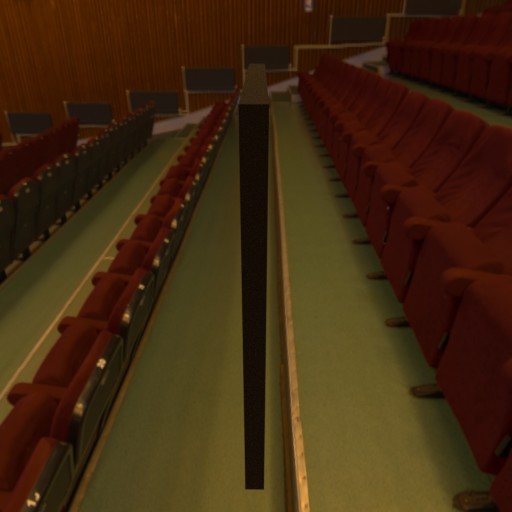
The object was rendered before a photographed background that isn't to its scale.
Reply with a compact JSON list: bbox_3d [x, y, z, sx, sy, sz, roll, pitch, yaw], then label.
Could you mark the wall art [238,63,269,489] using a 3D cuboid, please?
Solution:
[{"bbox_3d":[0.000,0.000,0.743,0.029,0.559,0.457,0,28,0],"label":"wall art"}]
